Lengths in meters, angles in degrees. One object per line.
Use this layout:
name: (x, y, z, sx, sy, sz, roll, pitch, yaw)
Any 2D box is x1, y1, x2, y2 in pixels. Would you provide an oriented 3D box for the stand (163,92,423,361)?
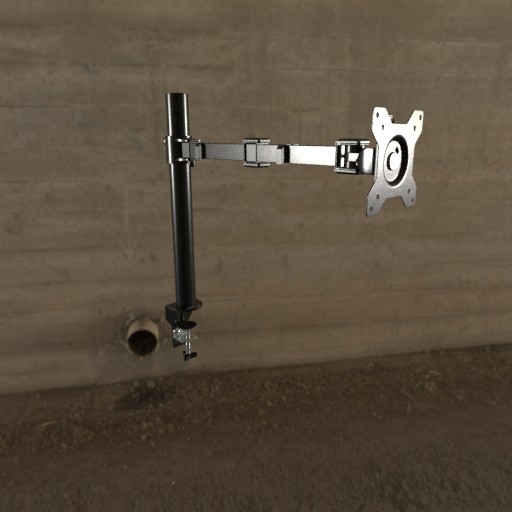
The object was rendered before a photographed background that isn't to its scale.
stand: (0.000, 0.000, 0.706, 0.456, 0.510, 0.115, 15, 21, 43)
